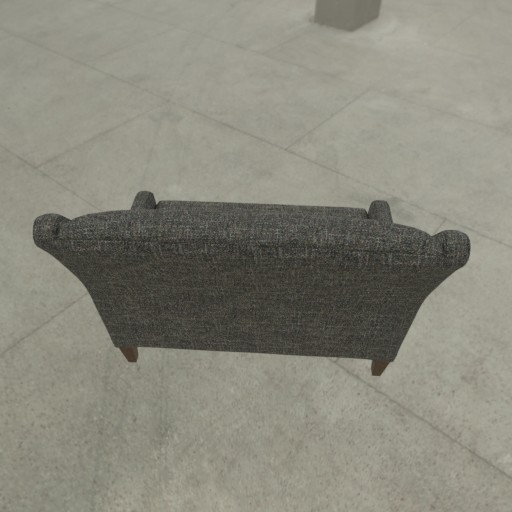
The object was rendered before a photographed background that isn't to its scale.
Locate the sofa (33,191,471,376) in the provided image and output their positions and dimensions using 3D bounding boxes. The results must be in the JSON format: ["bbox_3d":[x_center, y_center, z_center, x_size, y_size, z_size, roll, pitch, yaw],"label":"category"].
[{"bbox_3d":[0.000,0.000,1.849,1.242,1.021,0.870,3,46,2],"label":"sofa"}]
